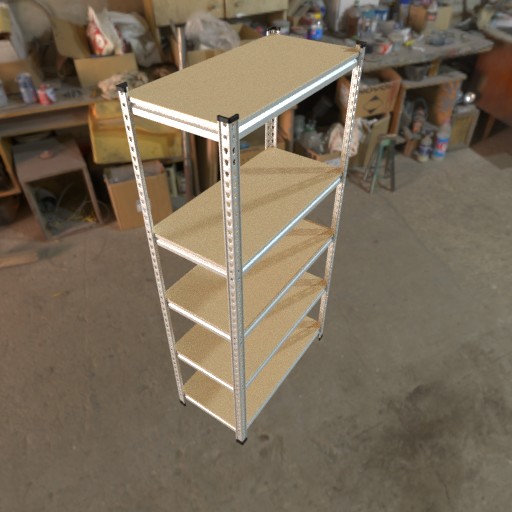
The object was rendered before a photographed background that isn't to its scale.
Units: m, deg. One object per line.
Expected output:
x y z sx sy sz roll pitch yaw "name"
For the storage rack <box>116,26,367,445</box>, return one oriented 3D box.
0.000 0.000 2.178 0.457 1.829 0.914 24 46 26 "storage rack"
